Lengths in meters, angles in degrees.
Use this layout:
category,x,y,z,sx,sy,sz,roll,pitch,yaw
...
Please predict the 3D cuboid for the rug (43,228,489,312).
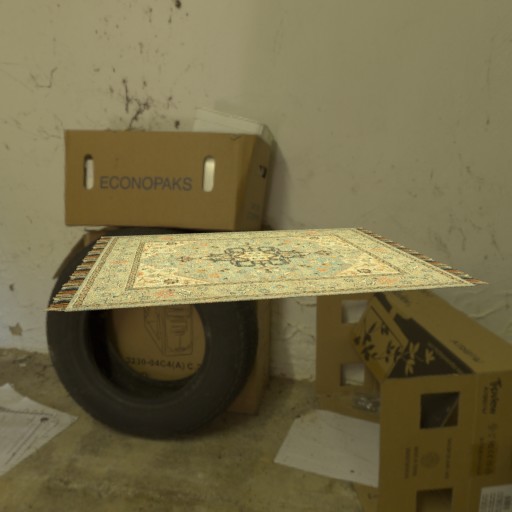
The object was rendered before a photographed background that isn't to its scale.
category,x,y,z,sx,sy,sz,roll,pitch,yaw
rug,0.000,0.000,3.501,2.651,0.010,1.971,-3,14,-10
